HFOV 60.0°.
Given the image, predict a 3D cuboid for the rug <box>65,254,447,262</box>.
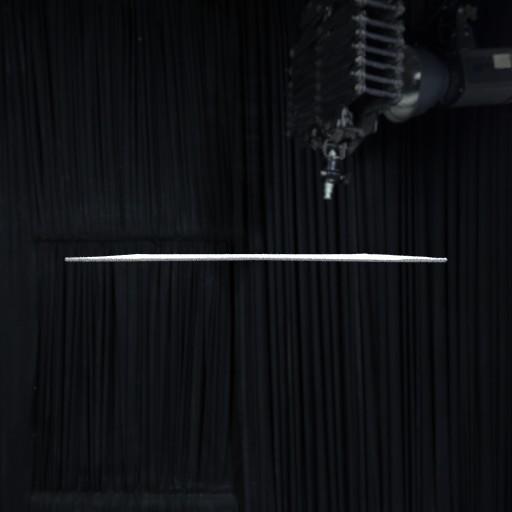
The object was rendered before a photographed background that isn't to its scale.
[{"bbox_3d":[0.000,0.000,2.207,1.149,0.021,1.773,0,1,0],"label":"rug"}]
